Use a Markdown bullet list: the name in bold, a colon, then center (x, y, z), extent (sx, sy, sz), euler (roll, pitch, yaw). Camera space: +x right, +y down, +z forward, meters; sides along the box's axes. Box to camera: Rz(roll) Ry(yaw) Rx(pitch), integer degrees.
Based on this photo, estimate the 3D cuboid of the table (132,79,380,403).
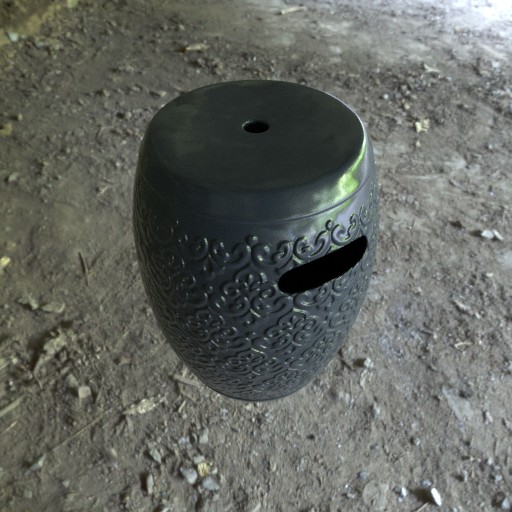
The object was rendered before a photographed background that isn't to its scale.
- **table**: center (0.000, 0.000, 0.608), extent (0.309, 0.397, 0.309), euler (0, 46, 0)
